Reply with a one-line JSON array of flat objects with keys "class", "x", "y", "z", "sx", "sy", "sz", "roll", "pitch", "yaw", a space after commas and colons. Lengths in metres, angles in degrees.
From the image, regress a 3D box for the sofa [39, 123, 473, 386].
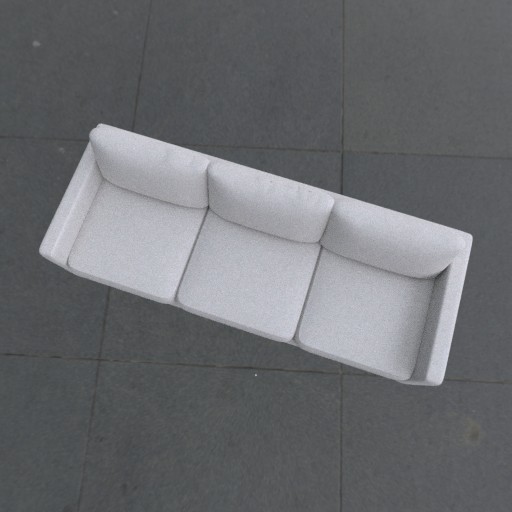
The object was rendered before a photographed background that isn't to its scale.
[{"class": "sofa", "x": 0.000, "y": 0.000, "z": 2.601, "sx": 2.218, "sy": 0.874, "sz": 0.859, "roll": 18, "pitch": 76, "yaw": 5}]
